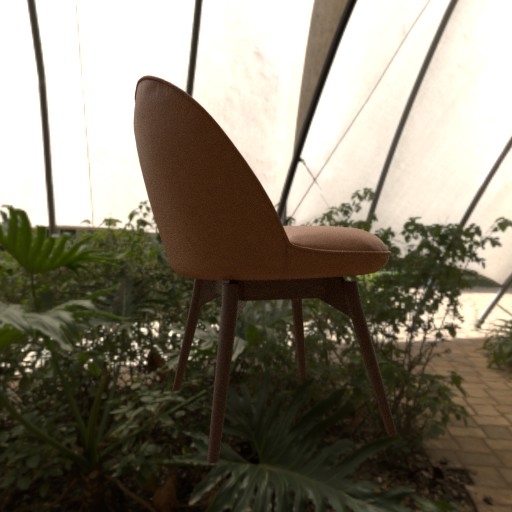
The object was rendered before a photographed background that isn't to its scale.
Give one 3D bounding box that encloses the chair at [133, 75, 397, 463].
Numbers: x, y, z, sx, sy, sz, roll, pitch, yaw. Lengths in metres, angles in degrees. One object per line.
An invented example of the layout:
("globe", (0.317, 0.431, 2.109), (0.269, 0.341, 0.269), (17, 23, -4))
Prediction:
("chair", (0.000, 0.000, 1.193), (0.631, 0.831, 0.521), (0, 0, -19))
